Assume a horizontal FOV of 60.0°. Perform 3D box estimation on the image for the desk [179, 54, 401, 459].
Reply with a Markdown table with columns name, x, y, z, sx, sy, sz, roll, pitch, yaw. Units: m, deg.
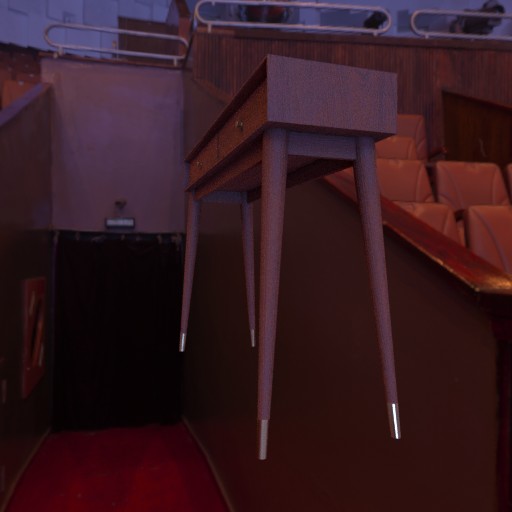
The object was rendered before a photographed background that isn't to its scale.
| name | x | y | z | sx | sy | sz | roll | pitch | yaw |
| --- | --- | --- | --- | --- | --- | --- | --- | --- | --- |
| desk | 0.000 | 0.000 | 1.627 | 0.384 | 0.917 | 1.204 | 0 | 0 | -18 |
